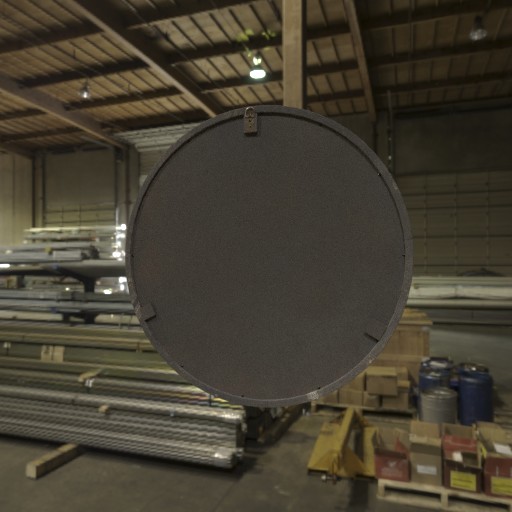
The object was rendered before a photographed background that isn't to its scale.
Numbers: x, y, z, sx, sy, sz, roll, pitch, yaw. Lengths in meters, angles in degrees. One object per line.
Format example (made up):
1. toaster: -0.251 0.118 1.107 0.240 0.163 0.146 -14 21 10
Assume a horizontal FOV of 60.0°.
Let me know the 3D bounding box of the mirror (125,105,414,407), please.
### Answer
1. mirror: 0.000 0.000 1.061 0.710 0.710 0.038 0 -1 18
